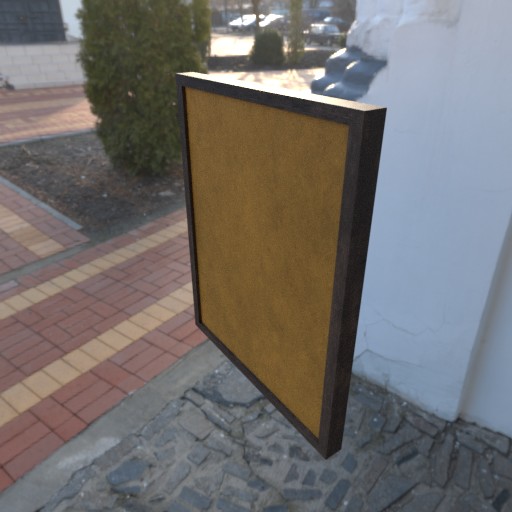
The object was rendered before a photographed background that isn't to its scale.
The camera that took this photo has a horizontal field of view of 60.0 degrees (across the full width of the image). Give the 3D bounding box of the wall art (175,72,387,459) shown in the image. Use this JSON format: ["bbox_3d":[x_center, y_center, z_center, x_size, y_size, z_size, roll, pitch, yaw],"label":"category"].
[{"bbox_3d":[0.000,0.000,0.564,0.027,0.406,0.329,-18,33,-31],"label":"wall art"}]
